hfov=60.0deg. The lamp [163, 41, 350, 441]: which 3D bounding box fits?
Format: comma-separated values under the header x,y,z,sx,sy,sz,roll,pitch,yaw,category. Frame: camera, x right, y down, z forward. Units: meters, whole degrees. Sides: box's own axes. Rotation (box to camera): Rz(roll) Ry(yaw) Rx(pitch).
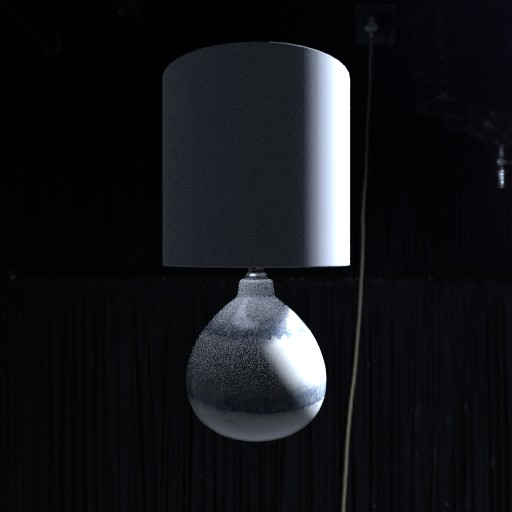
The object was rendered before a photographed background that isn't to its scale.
x,y,z,sx,sy,sz,roll,pitch,yaw,category
0.000,0.000,0.525,0.216,0.404,0.216,0,0,-1,lamp
